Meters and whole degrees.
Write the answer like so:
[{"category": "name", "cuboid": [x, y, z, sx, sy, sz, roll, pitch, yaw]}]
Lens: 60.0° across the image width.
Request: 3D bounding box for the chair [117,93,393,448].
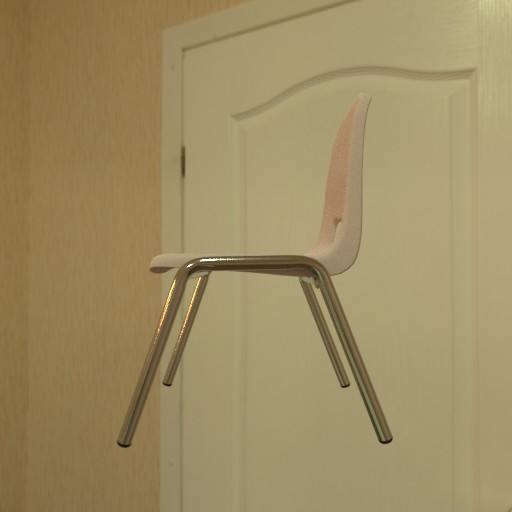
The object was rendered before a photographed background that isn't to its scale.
[{"category": "chair", "cuboid": [0.000, 0.000, 0.845, 0.423, 0.586, 0.354, 0, -1, 0]}]
